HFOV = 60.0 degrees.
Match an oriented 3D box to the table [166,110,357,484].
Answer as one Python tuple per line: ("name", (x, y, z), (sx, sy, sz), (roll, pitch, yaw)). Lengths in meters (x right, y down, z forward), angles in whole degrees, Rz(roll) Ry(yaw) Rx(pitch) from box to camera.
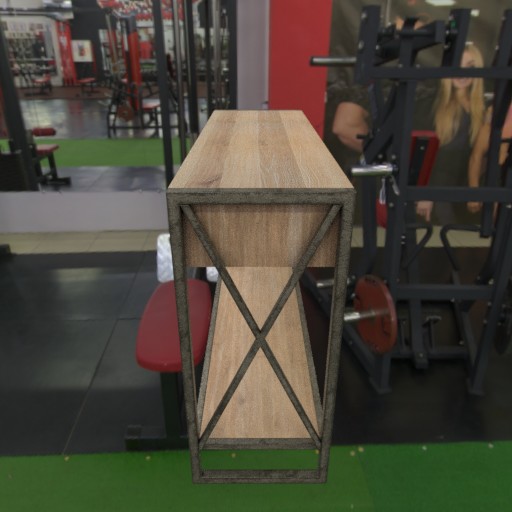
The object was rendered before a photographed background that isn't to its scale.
("table", (0.000, 0.000, 1.427), (0.361, 0.763, 1.059), (0, 26, 0))
